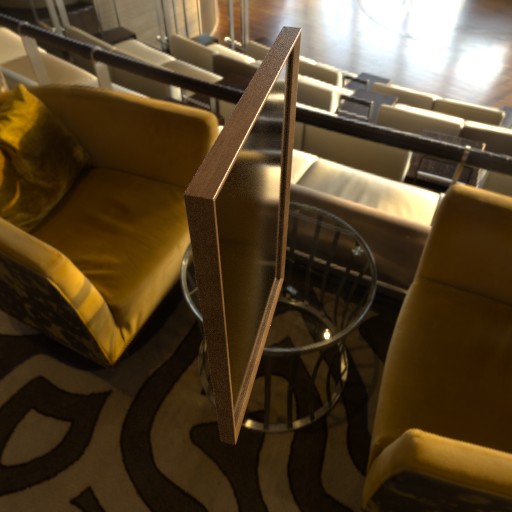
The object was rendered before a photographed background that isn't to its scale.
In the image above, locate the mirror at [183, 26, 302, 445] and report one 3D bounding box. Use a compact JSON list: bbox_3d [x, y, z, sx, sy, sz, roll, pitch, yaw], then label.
[{"bbox_3d":[0.000,0.000,0.907,0.039,0.711,0.508,11,48,10],"label":"mirror"}]
